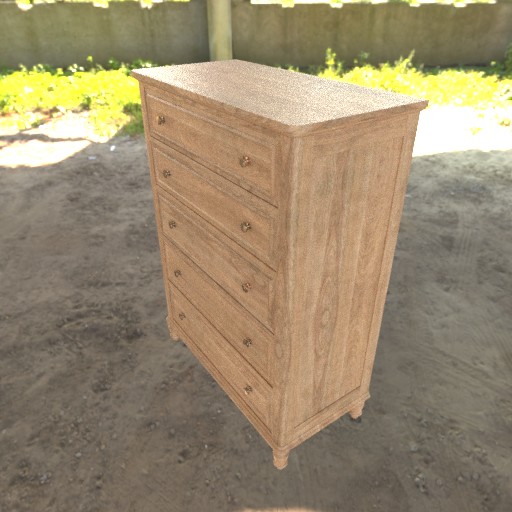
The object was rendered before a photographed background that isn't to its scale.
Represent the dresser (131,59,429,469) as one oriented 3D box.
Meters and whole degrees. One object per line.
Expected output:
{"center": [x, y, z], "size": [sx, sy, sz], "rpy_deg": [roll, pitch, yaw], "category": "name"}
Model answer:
{"center": [0.000, 0.000, 1.781], "size": [0.484, 1.318, 0.973], "rpy_deg": [-20, 37, -30], "category": "dresser"}
